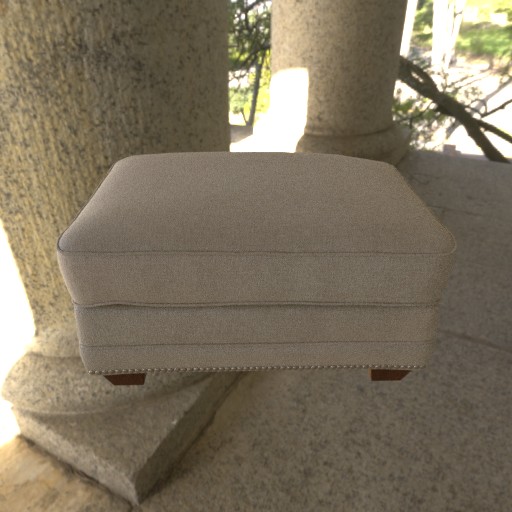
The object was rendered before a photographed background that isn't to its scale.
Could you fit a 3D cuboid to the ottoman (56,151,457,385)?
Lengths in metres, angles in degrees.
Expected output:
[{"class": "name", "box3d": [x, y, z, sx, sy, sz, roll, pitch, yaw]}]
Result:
[{"class": "ottoman", "box3d": [0.000, 0.000, 1.163, 0.813, 0.458, 0.559, -1, 31, -1]}]
